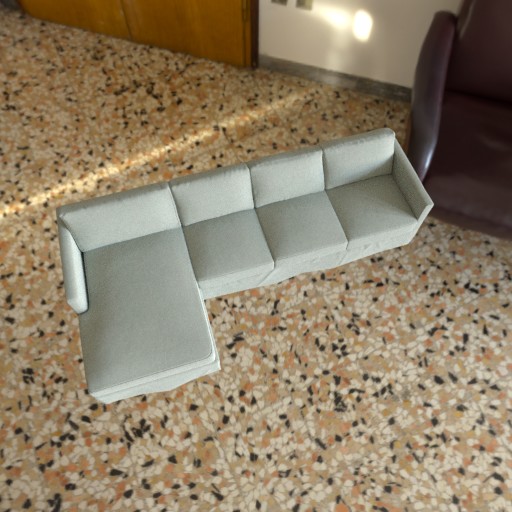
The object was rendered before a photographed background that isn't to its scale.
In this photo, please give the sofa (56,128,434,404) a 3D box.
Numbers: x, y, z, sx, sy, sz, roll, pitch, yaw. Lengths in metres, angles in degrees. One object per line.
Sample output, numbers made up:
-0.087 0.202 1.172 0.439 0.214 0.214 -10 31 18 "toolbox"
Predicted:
0.000 0.000 3.932 3.205 0.922 1.650 -15 64 -8 "sofa"
